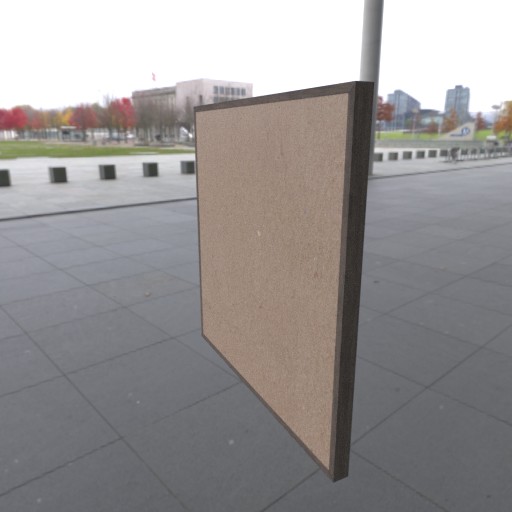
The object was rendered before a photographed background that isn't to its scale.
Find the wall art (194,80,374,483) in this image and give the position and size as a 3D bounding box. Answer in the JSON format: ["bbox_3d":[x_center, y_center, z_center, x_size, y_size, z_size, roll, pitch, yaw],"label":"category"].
[{"bbox_3d":[0.000,0.000,1.132,0.038,0.762,0.762,-8,17,-26],"label":"wall art"}]
